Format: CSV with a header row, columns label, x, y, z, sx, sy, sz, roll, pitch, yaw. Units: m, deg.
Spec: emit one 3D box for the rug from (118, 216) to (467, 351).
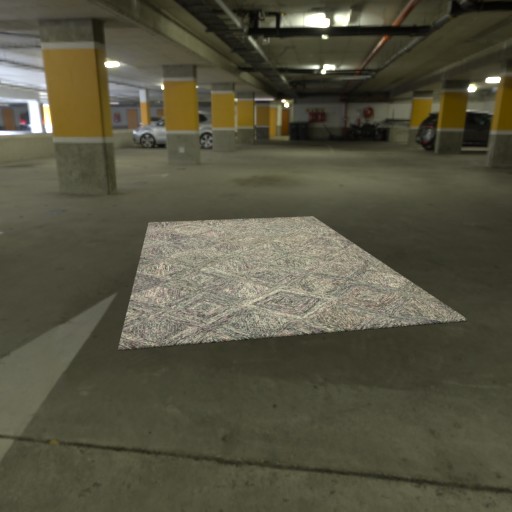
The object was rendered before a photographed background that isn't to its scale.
label,x,y,z,sx,sy,sz,roll,pitch,yaw
rug,0.000,0.000,2.930,1.501,0.017,2.298,-3,17,-10
